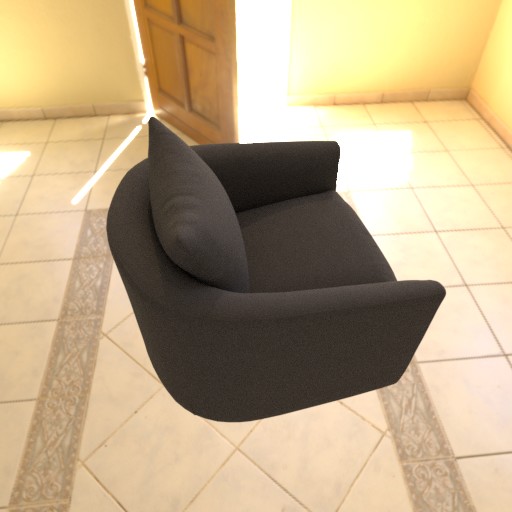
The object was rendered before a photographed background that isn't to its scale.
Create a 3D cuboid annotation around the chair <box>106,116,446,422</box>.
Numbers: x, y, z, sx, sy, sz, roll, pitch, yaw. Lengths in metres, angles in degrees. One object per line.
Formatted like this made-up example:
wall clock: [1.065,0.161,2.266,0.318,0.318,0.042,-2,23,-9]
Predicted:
chair: [0.000,0.000,1.547,0.910,0.848,0.845,-11,47,-10]
